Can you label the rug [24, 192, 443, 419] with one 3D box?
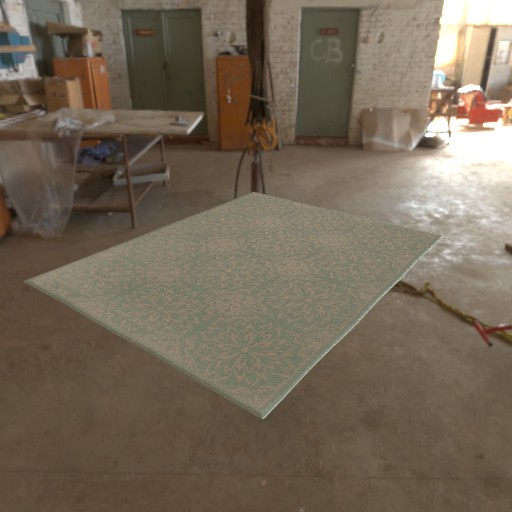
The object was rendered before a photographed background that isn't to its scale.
[{"bbox_3d":[0.000,0.000,3.933,2.363,0.012,2.980,18,31,33],"label":"rug"}]
